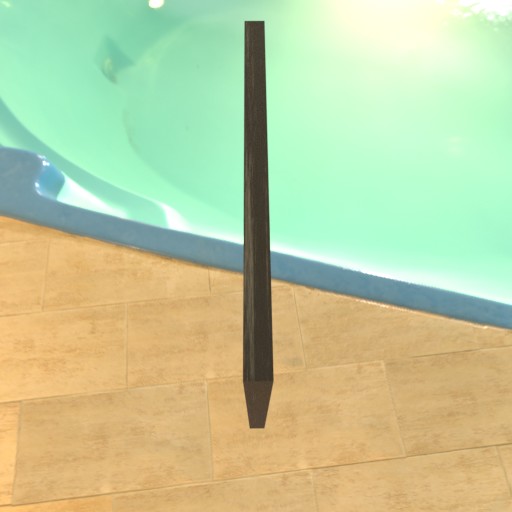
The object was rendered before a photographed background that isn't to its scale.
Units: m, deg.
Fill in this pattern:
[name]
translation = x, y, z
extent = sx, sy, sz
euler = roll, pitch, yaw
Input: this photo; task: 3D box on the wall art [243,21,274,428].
[wall art]
translation = 0.000, 0.000, 1.133
extent = 0.043, 0.758, 0.762
euler = 0, 64, 0
